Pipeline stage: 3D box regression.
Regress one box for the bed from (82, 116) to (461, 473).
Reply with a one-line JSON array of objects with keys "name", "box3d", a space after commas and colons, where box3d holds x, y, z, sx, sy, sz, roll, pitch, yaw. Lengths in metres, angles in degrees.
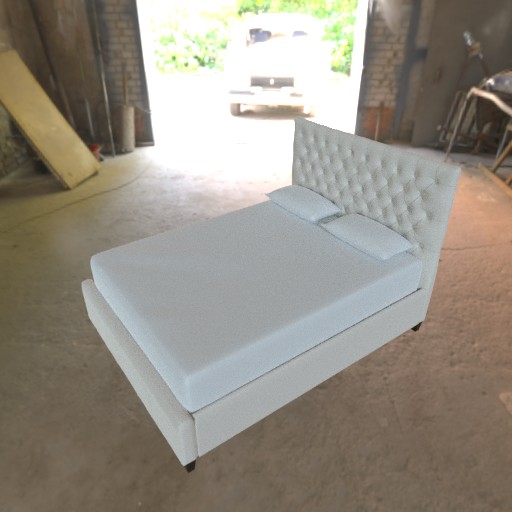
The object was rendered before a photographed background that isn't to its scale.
[{"name": "bed", "box3d": [0.000, 0.000, 3.347, 2.233, 1.426, 1.696, -21, 37, -30]}]
